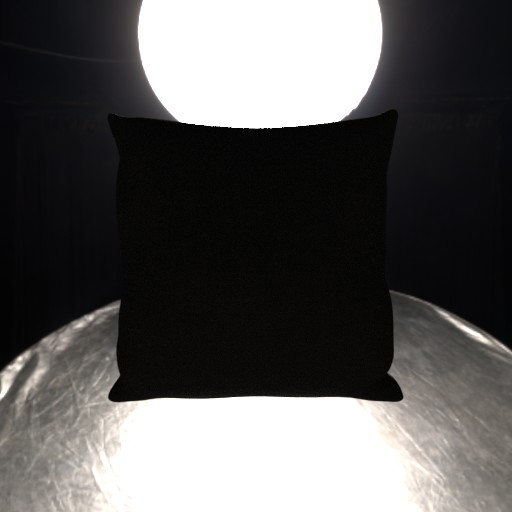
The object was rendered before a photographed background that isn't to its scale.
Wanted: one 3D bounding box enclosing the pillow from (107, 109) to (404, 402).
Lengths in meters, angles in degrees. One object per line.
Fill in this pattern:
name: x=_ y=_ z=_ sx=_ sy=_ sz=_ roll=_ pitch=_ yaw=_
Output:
pillow: x=0.000 y=0.000 z=0.757 sx=0.503 sy=0.496 sz=0.208 roll=0 pitch=0 yaw=0
